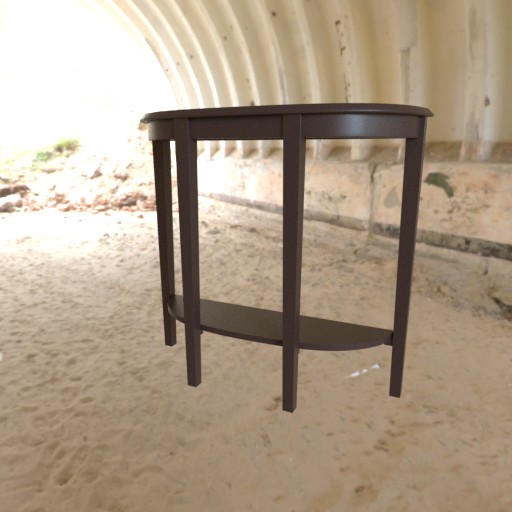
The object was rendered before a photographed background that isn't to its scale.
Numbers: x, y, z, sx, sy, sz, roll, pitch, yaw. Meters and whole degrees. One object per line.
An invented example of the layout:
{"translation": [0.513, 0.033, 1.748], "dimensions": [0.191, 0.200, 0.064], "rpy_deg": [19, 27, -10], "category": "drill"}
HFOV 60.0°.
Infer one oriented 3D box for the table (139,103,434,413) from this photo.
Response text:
{"translation": [0.000, 0.000, 1.329], "dimensions": [0.909, 0.831, 0.274], "rpy_deg": [6, 15, 25], "category": "table"}
